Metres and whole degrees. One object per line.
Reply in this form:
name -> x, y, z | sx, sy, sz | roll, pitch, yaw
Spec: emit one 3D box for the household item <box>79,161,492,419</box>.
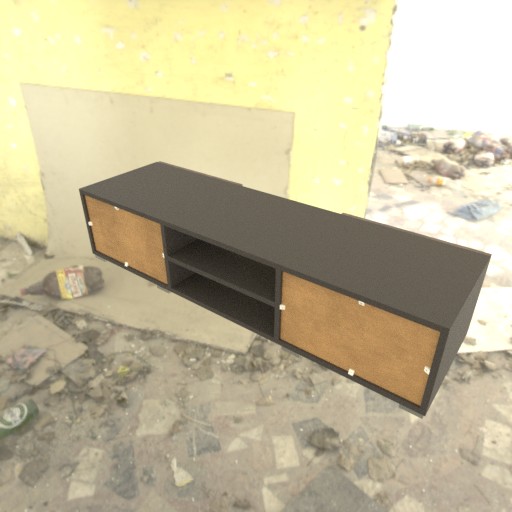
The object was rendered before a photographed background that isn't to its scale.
household item -> 0.000, 0.000, 1.580 | 1.400, 0.310, 0.420 | 21, 36, 31
